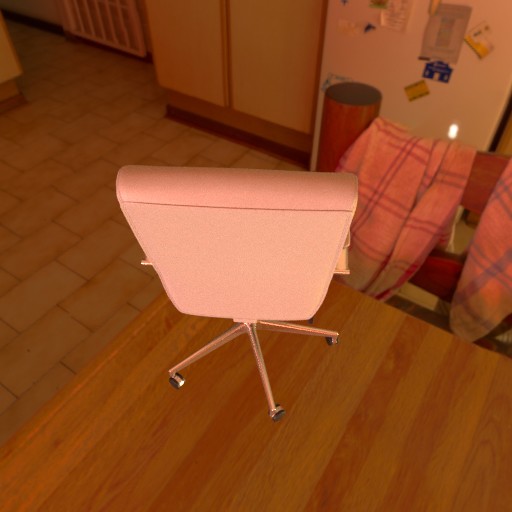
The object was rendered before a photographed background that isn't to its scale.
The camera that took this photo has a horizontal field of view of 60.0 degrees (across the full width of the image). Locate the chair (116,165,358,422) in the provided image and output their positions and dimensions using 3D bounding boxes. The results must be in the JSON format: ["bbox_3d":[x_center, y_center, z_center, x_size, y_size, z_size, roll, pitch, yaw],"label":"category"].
[{"bbox_3d":[0.000,0.000,1.593,0.727,1.099,0.745,3,46,3],"label":"chair"}]
